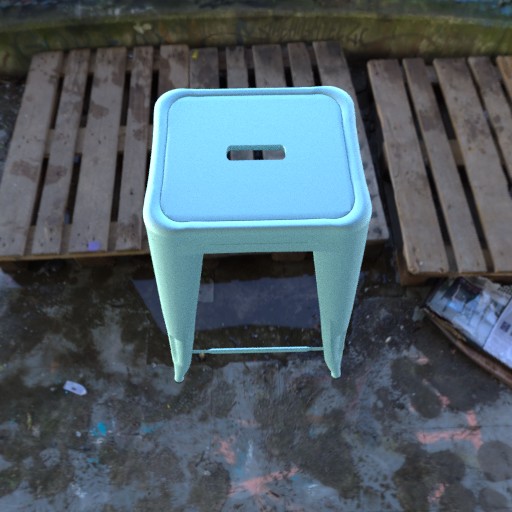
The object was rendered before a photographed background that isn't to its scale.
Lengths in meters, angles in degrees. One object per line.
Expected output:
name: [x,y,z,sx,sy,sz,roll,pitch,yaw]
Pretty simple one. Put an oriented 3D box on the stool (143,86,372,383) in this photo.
stool: [0.000,0.000,0.869,0.399,0.609,0.359,-2,62,-1]
